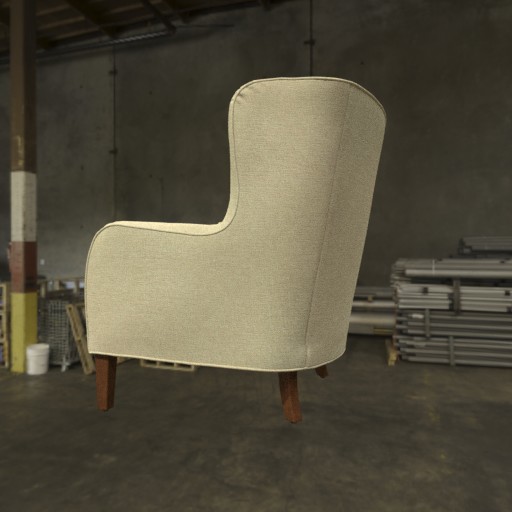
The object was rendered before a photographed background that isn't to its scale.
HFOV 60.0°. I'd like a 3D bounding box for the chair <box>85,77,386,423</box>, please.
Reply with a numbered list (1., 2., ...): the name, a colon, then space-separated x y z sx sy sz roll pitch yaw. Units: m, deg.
1. chair: 0.000 0.000 1.709 0.966 1.040 0.838 0 0 18
